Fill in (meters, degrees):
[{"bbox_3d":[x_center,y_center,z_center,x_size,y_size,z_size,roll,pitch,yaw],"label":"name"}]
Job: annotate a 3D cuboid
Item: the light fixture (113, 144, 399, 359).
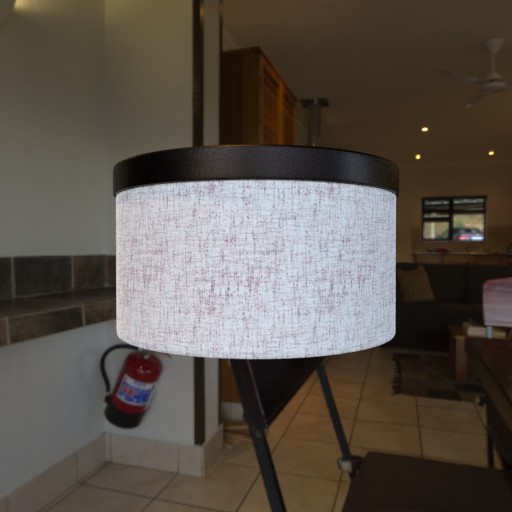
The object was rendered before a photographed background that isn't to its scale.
[{"bbox_3d":[0.000,0.000,0.635,0.389,0.229,0.389,0,1,0],"label":"light fixture"}]
